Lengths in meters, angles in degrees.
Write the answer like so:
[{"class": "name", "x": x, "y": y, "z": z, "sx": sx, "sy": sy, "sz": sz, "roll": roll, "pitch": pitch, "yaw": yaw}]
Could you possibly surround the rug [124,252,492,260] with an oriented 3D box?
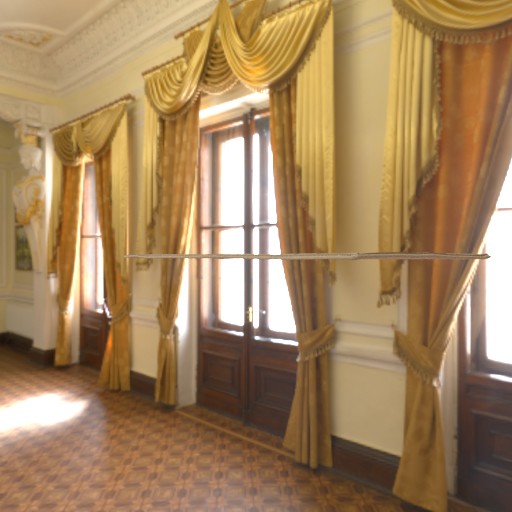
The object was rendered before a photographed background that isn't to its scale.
[{"class": "rug", "x": 0.000, "y": 0.000, "z": 2.643, "sx": 0.831, "sy": 0.036, "sz": 2.381, "roll": 0, "pitch": 0, "yaw": -34}]
